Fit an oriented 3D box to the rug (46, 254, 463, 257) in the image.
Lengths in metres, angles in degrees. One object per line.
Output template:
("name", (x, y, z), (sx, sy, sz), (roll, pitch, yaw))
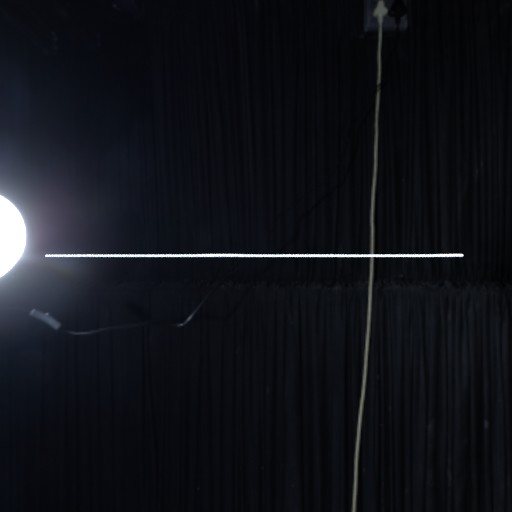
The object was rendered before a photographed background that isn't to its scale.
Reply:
("rug", (0.000, 0.000, 4.086), (2.434, 0.019, 3.041), (0, 0, 0))
